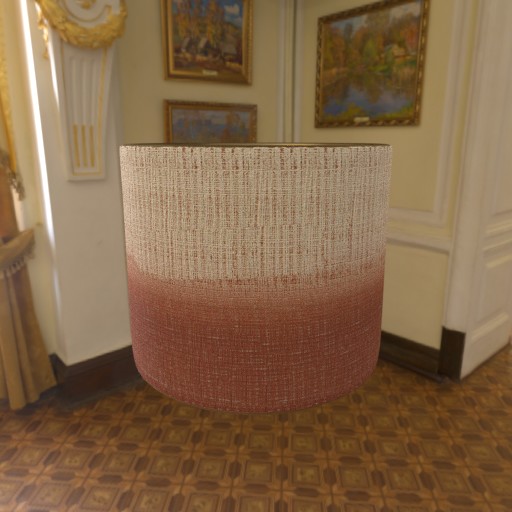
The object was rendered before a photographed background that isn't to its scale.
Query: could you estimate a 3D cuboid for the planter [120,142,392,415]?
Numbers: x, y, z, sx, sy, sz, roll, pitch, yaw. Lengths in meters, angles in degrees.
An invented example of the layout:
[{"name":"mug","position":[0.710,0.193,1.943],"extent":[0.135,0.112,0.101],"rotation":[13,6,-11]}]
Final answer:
[{"name":"planter","position":[0.000,0.000,0.449],"extent":[0.254,0.221,0.254],"rotation":[0,15,0]}]
